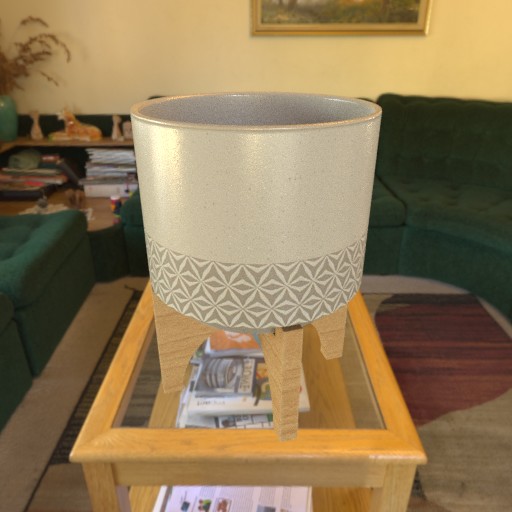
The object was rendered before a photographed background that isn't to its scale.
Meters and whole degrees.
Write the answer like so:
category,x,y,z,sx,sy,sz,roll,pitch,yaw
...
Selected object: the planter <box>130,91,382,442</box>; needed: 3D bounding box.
category,x,y,z,sx,sy,sz,roll,pitch,yaw
planter,0.000,0.000,0.526,0.249,0.343,0.249,0,26,0
